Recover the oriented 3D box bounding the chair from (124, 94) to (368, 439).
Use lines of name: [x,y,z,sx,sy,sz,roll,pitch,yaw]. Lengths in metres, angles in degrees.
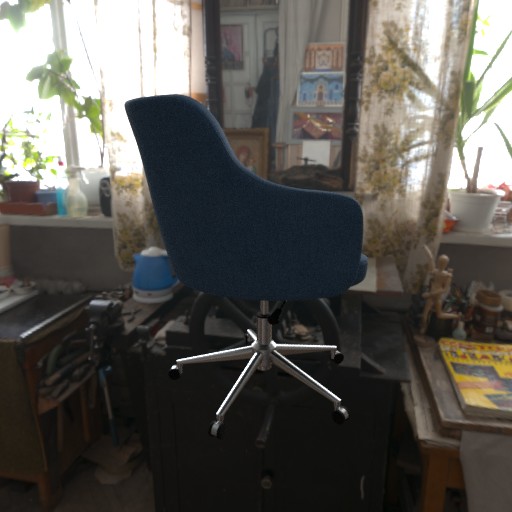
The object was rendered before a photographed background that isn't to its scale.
chair: [0.000,0.000,1.250,0.655,0.820,0.599,-8,17,-27]
